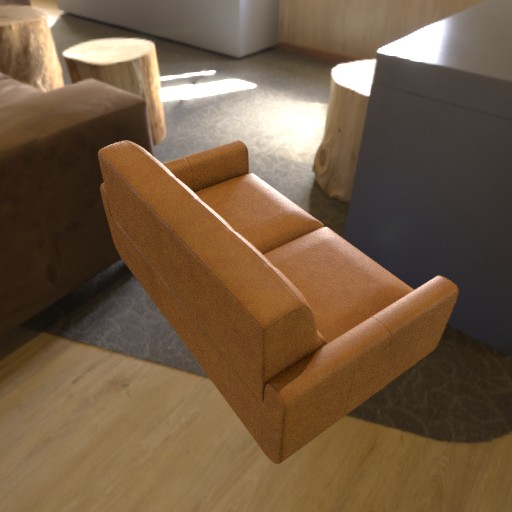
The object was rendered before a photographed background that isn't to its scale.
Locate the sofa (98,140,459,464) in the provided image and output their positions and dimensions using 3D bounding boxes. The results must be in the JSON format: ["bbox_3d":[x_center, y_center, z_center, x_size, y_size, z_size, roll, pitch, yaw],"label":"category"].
[{"bbox_3d":[0.000,0.000,2.232,0.952,0.925,1.651,-25,47,-26],"label":"sofa"}]
